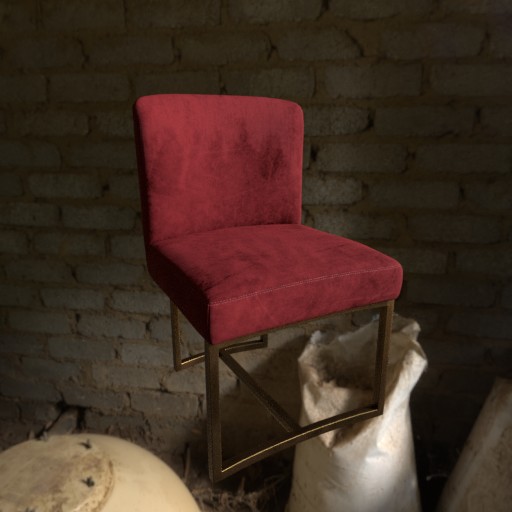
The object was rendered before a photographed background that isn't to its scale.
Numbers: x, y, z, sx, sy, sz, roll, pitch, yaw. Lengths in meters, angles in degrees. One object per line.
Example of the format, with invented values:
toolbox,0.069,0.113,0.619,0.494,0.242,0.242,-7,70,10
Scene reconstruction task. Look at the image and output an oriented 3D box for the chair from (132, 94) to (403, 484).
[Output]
chair,0.000,0.000,1.170,0.530,0.824,0.560,-9,19,-27
